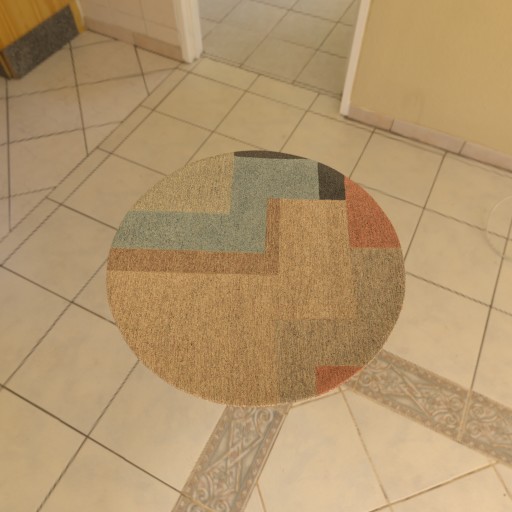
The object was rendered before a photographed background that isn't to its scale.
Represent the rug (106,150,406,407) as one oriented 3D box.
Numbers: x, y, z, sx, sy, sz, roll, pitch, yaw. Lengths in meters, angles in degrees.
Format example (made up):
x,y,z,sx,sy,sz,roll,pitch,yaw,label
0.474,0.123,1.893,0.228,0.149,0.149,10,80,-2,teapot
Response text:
x,y,z,sx,sy,sz,roll,pitch,yaw,label
0.000,0.000,3.689,2.461,0.033,2.461,0,57,0,rug
